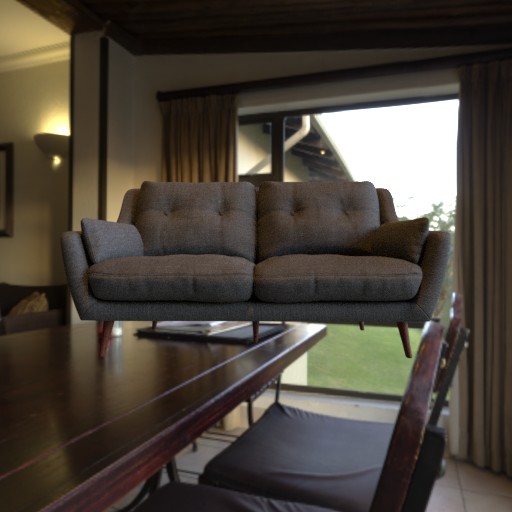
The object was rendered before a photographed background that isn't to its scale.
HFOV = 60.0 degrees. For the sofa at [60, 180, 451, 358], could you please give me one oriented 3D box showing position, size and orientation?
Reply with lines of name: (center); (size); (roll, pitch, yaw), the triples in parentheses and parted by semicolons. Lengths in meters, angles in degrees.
sofa: (0.000, 0.000, 2.269); (1.646, 0.887, 0.976); (0, -1, 1)
